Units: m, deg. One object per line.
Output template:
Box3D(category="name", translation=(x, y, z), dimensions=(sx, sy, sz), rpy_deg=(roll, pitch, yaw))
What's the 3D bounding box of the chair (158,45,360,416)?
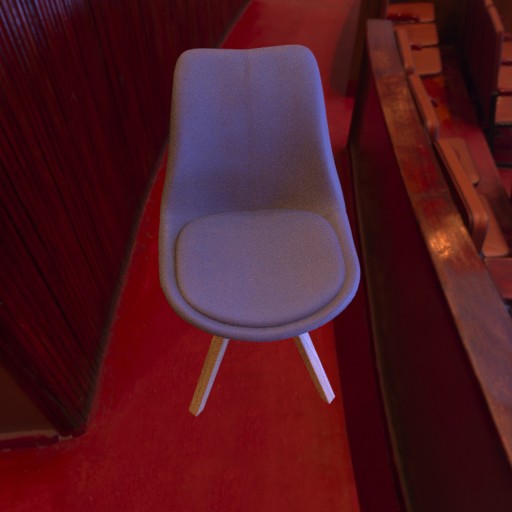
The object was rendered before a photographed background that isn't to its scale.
Box3D(category="chair", translation=(0.000, 0.000, 1.161), dimensions=(0.483, 0.865, 0.547), rpy_deg=(-4, 47, -4))
